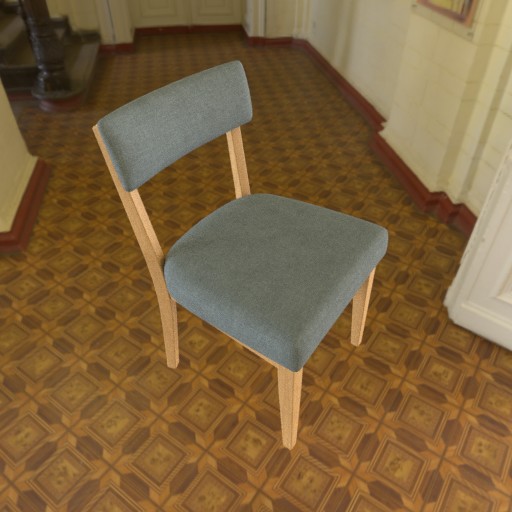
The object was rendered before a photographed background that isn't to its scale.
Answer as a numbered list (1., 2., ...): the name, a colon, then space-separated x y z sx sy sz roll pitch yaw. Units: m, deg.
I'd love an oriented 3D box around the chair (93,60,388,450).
1. chair: 0.000 0.000 1.211 0.572 0.832 0.508 24 46 26
